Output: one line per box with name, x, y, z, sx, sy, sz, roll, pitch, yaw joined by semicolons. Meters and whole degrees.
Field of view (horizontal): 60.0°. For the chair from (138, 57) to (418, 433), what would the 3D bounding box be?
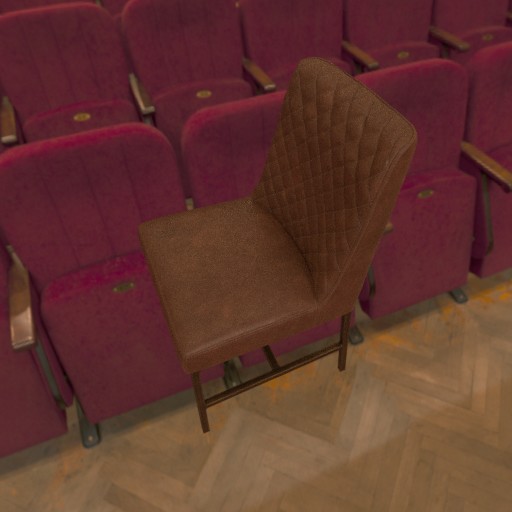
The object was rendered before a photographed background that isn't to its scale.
chair;0.000;0.000;1.260;0.587;0.889;0.508;-16;48;-15
